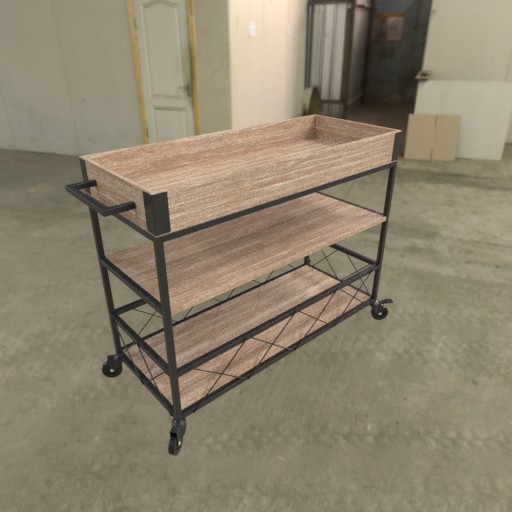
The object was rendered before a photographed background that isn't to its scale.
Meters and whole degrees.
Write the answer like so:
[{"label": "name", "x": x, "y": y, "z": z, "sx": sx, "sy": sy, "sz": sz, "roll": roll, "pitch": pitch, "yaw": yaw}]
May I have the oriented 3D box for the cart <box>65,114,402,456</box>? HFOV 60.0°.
[{"label": "cart", "x": 0.000, "y": 0.000, "z": 1.544, "sx": 1.101, "sy": 0.787, "sz": 0.500, "roll": -22, "pitch": 35, "yaw": -36}]
